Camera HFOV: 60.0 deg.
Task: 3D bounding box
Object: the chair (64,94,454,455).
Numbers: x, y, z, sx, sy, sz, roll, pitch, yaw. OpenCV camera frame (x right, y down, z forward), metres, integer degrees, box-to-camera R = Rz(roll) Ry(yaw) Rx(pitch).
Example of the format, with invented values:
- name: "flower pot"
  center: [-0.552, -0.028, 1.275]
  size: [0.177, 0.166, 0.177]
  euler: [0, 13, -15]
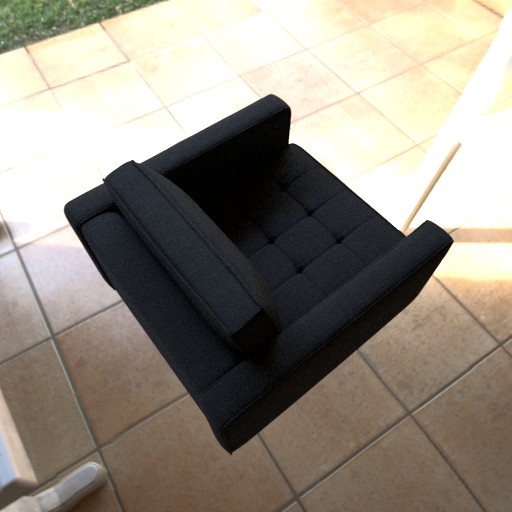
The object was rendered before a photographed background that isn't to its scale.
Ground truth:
- name: "chair"
  center: [0.000, 0.000, 1.567]
  size: [0.919, 0.770, 0.899]
  euler: [-34, 64, -19]
